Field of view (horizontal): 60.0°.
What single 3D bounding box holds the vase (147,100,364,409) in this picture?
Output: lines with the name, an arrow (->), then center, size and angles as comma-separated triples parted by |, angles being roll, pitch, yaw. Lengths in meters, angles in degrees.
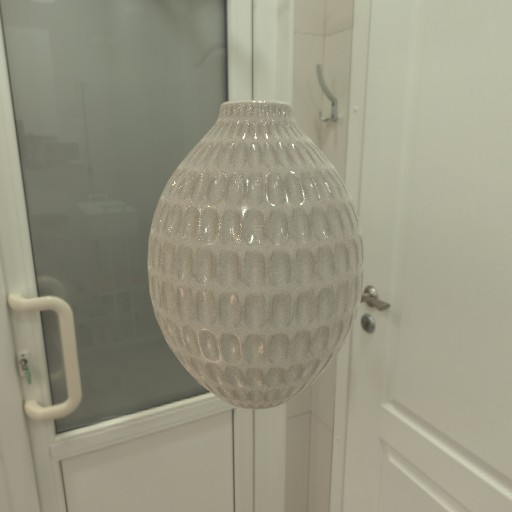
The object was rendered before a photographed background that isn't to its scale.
vase -> 0.000, 0.000, 0.339 | 0.162, 0.223, 0.162 | 0, 15, 0
